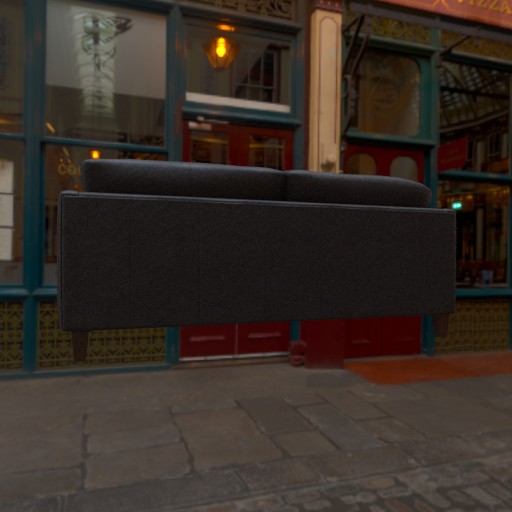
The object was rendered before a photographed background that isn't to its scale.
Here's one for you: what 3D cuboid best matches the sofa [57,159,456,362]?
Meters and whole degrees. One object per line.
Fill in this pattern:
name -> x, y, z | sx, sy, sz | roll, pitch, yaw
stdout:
sofa -> 0.000, 0.000, 2.480 | 1.971, 0.863, 0.933 | 0, -1, -19
